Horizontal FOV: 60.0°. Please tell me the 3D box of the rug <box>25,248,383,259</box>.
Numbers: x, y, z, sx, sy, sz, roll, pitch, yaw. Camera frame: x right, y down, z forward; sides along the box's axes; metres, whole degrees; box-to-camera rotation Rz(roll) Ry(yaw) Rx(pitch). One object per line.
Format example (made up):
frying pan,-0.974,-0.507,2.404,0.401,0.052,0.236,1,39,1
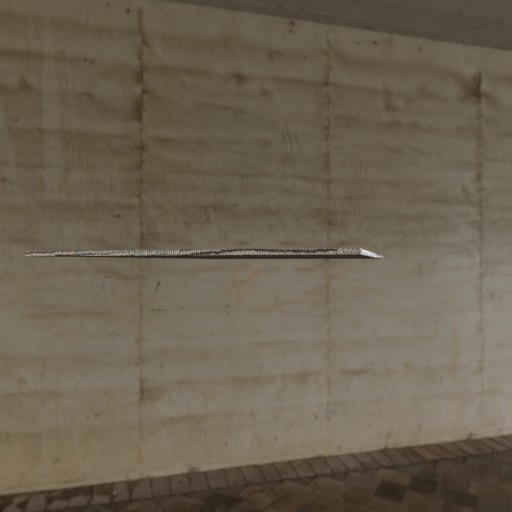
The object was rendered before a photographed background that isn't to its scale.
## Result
rug,0.000,0.000,2.345,1.238,0.020,1.847,0,-1,18
